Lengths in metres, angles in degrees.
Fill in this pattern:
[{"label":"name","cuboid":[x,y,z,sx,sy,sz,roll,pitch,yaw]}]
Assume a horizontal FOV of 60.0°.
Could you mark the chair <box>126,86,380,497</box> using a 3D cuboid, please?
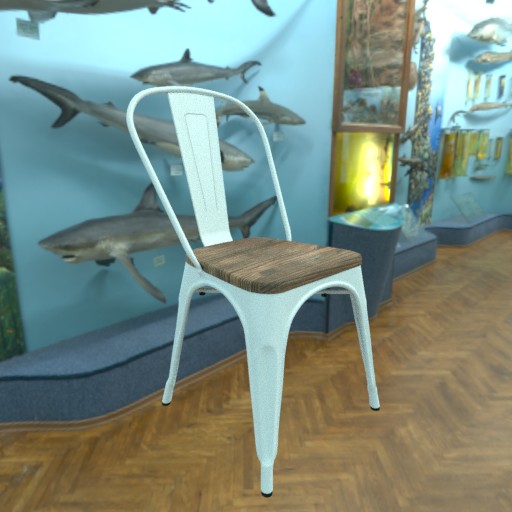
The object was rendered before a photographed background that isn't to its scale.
[{"label":"chair","cuboid":[0.000,0.000,1.132,0.452,0.851,0.521,-14,20,-43]}]
